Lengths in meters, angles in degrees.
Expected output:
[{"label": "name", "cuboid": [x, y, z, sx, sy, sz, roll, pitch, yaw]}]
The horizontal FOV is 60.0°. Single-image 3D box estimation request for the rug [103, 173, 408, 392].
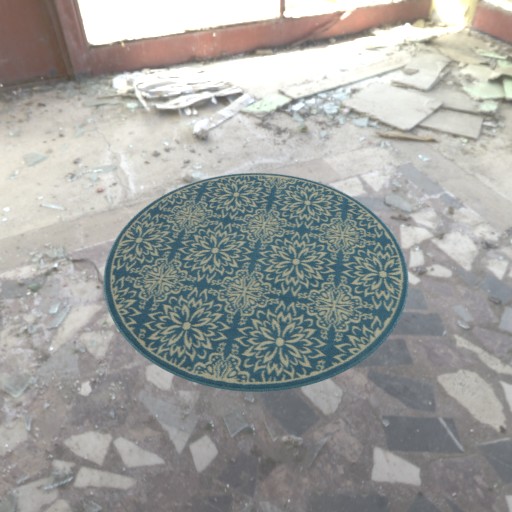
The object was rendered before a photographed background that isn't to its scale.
[{"label": "rug", "cuboid": [0.000, 0.000, 2.383, 1.593, 0.012, 1.593, 0, 44, 0]}]
